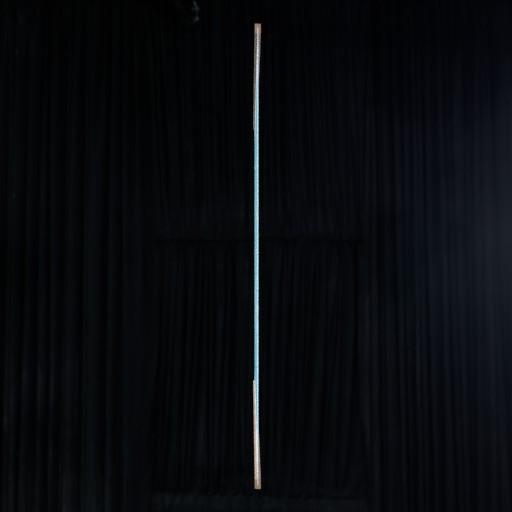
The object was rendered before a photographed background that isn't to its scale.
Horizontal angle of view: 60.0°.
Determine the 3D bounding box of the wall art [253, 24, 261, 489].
[{"bbox_3d":[0.000,0.000,1.348,0.013,1.016,0.758,0,0,-1],"label":"wall art"}]
